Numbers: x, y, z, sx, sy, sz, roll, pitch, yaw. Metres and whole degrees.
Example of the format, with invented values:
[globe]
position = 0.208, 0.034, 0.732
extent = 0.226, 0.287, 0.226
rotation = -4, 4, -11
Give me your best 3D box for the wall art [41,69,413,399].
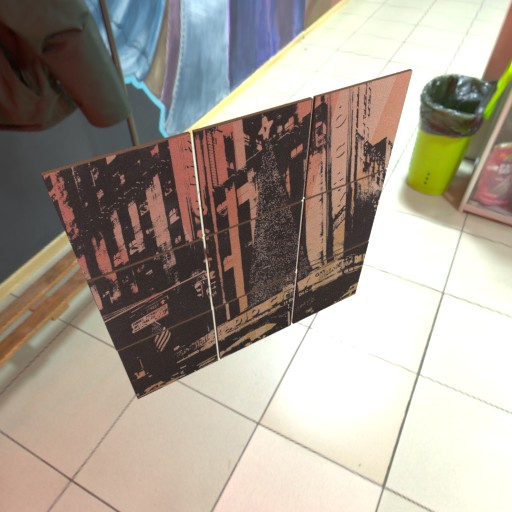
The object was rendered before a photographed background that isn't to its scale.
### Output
[wall art]
position = 0.000, 0.000, 2.181
extent = 1.527, 1.521, 0.017
rotation = -22, 50, -20
